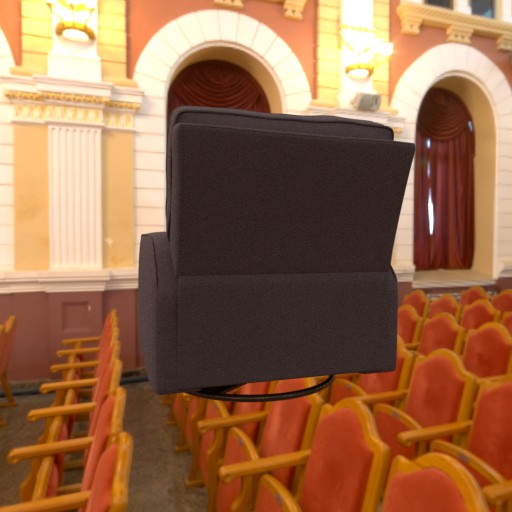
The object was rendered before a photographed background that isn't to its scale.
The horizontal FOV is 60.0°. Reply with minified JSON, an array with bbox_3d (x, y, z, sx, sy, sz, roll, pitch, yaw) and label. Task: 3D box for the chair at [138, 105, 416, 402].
[{"bbox_3d":[0.000,0.000,1.724,0.861,0.962,0.964,0,1,-18],"label":"chair"}]
